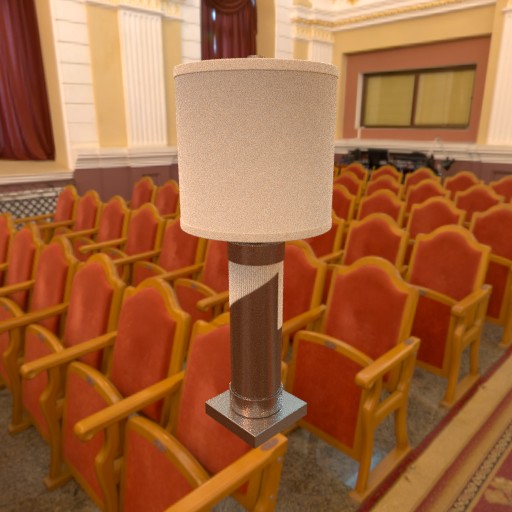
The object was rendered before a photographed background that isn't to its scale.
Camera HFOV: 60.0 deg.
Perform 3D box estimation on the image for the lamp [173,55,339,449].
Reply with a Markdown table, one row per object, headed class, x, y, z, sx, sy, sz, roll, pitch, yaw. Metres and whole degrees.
| class | x | y | z | sx | sy | sz | roll | pitch | yaw |
| --- | --- | --- | --- | --- | --- | --- | --- | --- | --- |
| lamp | 0.000 | 0.000 | 0.615 | 0.202 | 0.509 | 0.202 | -15 | 22 | -42 |
